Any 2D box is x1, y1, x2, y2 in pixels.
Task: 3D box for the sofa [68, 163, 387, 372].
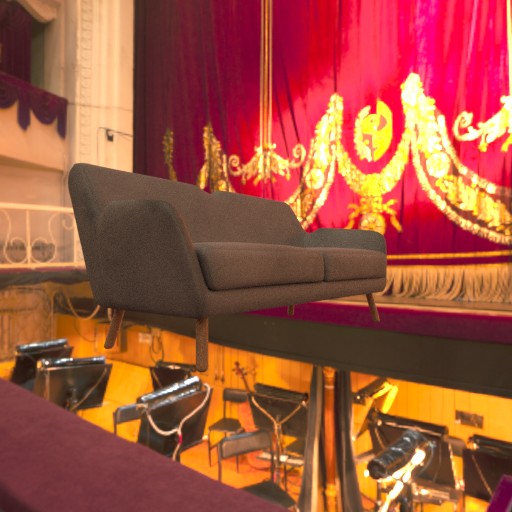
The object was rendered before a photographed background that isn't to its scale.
[{"bbox_3d":[0.000,0.000,2.365,0.850,0.810,1.870,-1,-1,37],"label":"sofa"}]
